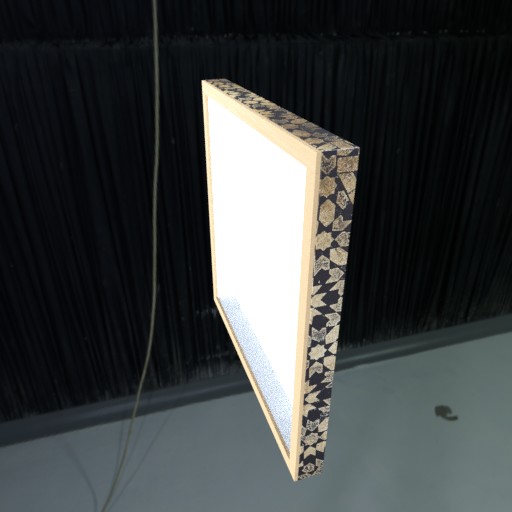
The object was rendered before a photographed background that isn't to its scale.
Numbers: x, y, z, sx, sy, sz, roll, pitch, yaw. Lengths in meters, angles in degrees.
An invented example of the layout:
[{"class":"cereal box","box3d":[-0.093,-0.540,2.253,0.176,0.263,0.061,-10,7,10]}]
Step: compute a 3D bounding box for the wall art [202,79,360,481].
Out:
[{"class":"wall art","box3d":[0.000,0.000,0.610,0.038,0.405,0.405,-9,31,-16]}]
